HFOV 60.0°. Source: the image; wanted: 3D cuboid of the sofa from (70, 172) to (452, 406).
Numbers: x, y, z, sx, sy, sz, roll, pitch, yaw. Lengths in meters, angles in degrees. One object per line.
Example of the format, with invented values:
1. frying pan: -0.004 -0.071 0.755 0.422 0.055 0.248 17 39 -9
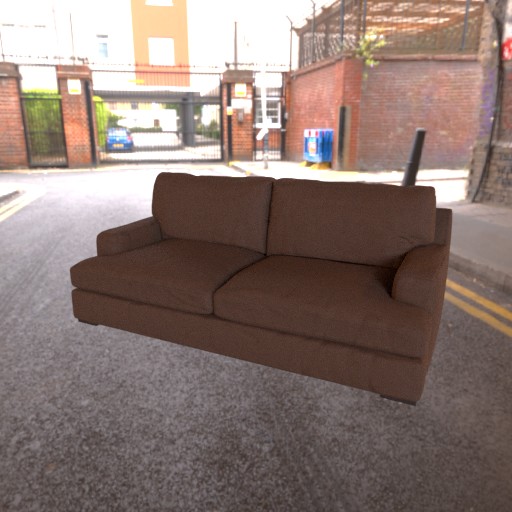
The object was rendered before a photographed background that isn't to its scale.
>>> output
1. sofa: 0.000 0.000 2.884 2.274 0.950 1.140 8 17 25
